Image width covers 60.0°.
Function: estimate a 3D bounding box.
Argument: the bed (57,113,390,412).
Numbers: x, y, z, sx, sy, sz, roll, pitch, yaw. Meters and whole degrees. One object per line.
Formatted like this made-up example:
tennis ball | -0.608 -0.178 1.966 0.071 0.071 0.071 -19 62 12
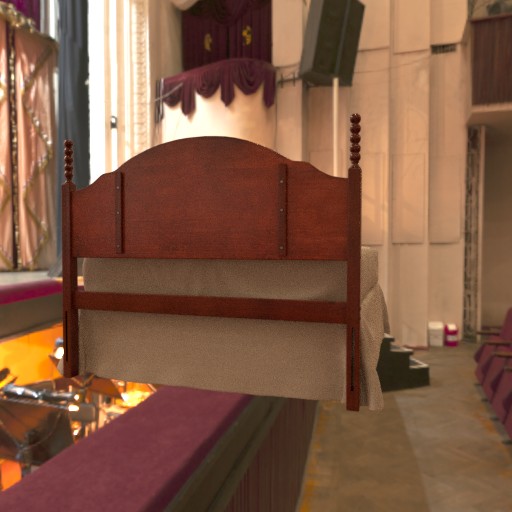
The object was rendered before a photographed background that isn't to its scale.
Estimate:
bed | 0.000 0.000 3.214 1.873 1.356 2.040 1 2 19
